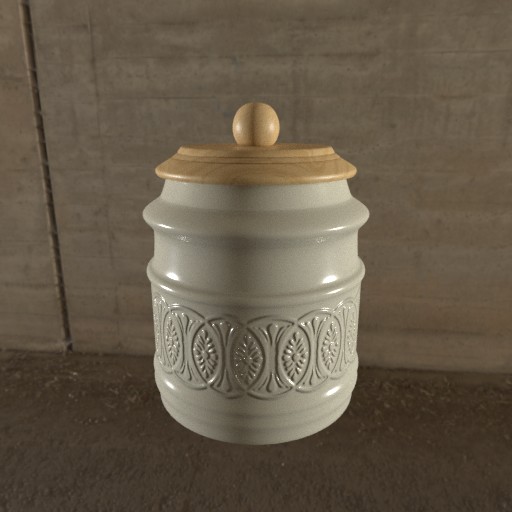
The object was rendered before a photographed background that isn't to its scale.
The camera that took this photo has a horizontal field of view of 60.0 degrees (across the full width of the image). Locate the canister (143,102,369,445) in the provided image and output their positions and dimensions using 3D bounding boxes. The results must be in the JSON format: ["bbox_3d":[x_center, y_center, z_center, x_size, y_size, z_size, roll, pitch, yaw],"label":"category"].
[{"bbox_3d":[0.000,0.000,0.269,0.130,0.176,0.130,0,17,0],"label":"canister"}]
